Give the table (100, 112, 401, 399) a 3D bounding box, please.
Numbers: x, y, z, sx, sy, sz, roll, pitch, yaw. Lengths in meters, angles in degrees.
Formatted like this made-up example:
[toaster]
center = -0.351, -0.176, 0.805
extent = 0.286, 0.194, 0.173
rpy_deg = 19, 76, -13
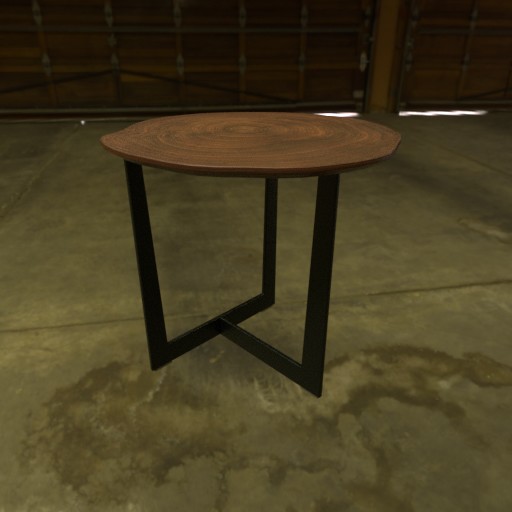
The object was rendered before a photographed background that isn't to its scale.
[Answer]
[table]
center = 0.000, 0.000, 0.866
extent = 0.494, 0.476, 0.477
rpy_deg = 17, 31, 31
